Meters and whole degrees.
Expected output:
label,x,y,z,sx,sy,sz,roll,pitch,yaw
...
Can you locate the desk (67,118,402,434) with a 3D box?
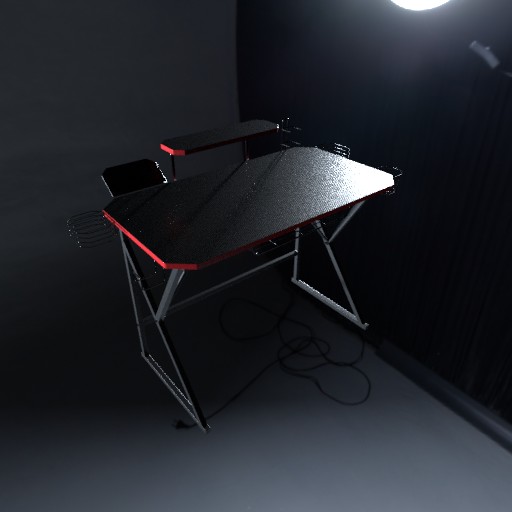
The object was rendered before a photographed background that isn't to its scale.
label,x,y,z,sx,sy,sz,roll,pitch,yaw
desk,0.000,0.000,1.814,1.280,0.913,0.588,-23,39,-32
